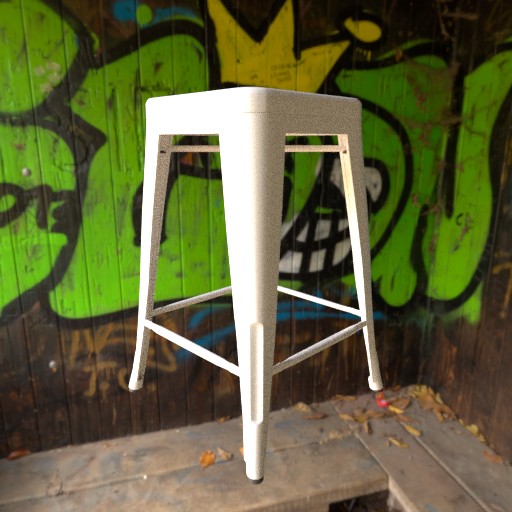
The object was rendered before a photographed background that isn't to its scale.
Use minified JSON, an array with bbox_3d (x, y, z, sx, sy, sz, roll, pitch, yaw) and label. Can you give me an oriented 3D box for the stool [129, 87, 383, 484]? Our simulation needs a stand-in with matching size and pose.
[{"bbox_3d":[0.000,0.000,0.906,0.406,0.610,0.406,-14,20,-43],"label":"stool"}]
